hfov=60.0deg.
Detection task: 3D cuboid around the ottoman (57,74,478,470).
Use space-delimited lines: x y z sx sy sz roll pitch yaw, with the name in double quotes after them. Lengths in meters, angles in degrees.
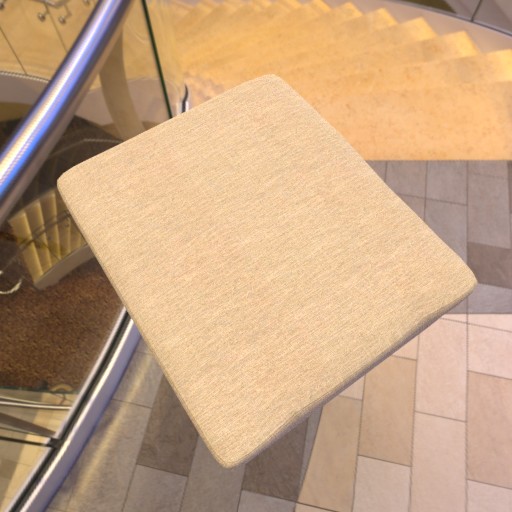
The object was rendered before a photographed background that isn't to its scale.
0.000 0.000 1.424 0.836 0.492 0.976 -31 68 -15 "ottoman"
